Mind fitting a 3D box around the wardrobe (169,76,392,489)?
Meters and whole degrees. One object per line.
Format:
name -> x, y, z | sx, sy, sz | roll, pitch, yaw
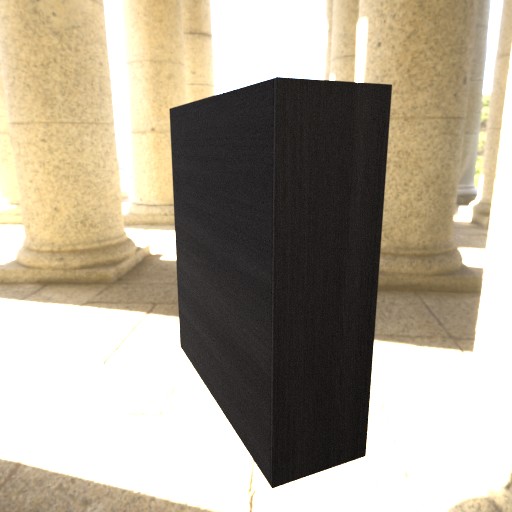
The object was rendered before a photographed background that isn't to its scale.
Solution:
wardrobe -> 0.000, 0.000, 2.917 | 0.629, 1.960, 1.780 | -6, 15, -24
